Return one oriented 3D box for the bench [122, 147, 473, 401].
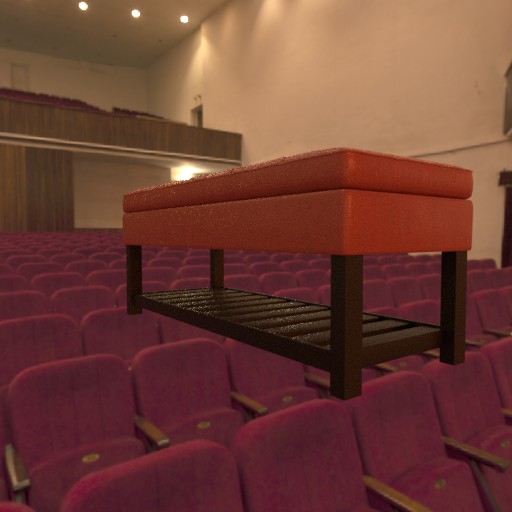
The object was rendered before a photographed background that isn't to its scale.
[{"bbox_3d":[0.000,0.000,1.324,0.432,0.460,1.105,-2,3,-36],"label":"bench"}]
